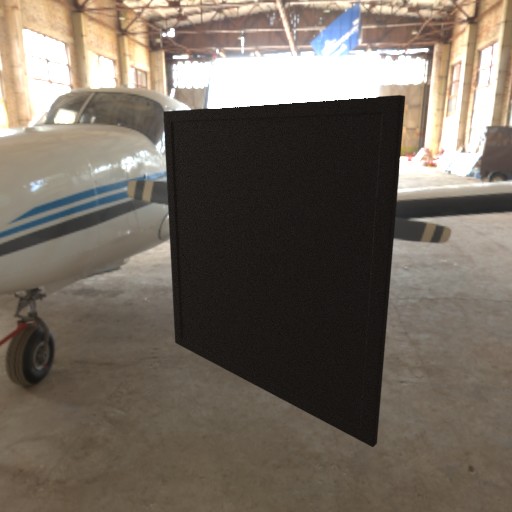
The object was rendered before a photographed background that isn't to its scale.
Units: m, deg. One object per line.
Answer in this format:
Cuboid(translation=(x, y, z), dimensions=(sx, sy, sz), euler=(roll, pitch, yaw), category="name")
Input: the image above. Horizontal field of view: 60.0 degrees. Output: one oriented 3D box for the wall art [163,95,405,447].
Cuboid(translation=(0.000, 0.000, 0.865), dimensions=(0.562, 0.558, 0.012), euler=(14, 21, 43), category="wall art")
